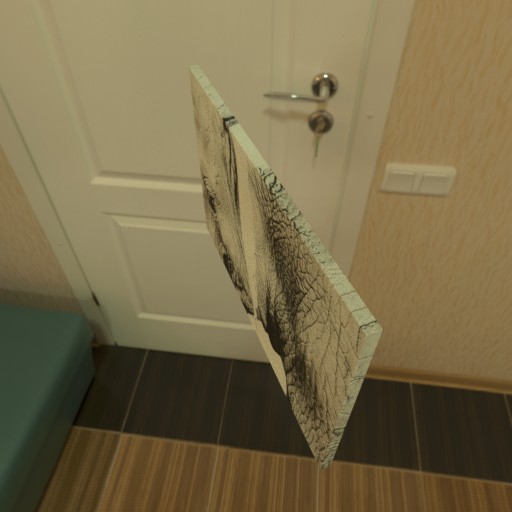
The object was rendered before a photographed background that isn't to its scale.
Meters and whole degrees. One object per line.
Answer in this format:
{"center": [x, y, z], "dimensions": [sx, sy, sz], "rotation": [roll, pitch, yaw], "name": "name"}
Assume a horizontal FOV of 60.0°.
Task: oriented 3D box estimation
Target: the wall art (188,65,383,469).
{"center": [0.000, 0.000, 1.429], "dimensions": [0.035, 0.758, 1.141], "rotation": [-17, 50, -15], "name": "wall art"}
